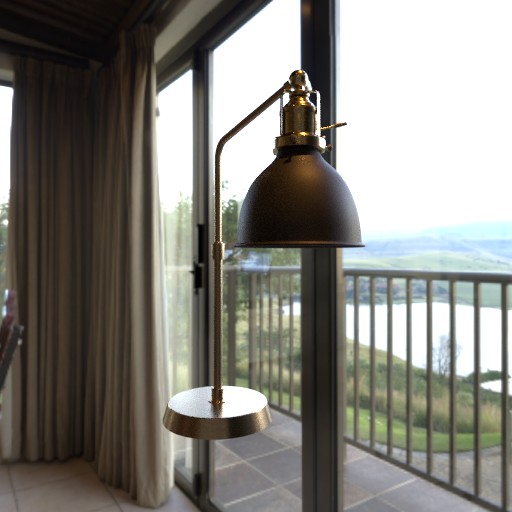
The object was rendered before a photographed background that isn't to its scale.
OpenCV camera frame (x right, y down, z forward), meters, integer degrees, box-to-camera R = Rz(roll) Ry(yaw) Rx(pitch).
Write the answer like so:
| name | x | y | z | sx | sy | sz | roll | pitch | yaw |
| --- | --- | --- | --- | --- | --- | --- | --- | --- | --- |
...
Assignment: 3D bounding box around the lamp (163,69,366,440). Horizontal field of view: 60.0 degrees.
| name | x | y | z | sx | sy | sz | roll | pitch | yaw |
| --- | --- | --- | --- | --- | --- | --- | --- | --- | --- |
| lamp | 0.000 | 0.000 | 0.584 | 0.291 | 0.456 | 0.160 | 0 | 0 | 38 |
